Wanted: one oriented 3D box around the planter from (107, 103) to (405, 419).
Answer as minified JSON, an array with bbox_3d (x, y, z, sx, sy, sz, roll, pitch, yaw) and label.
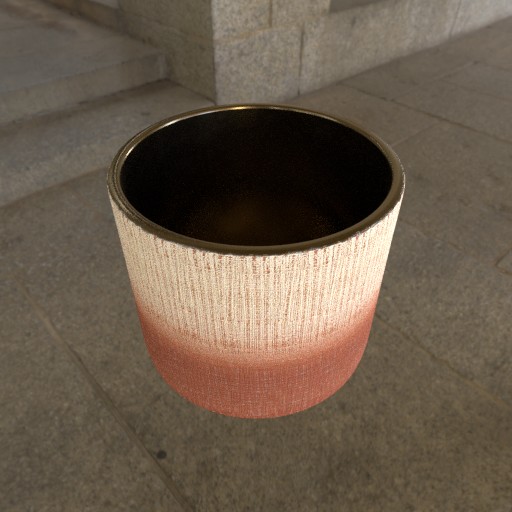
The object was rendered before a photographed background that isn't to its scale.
[{"bbox_3d":[0.000,0.000,0.453,0.254,0.221,0.254,0,41,0],"label":"planter"}]
